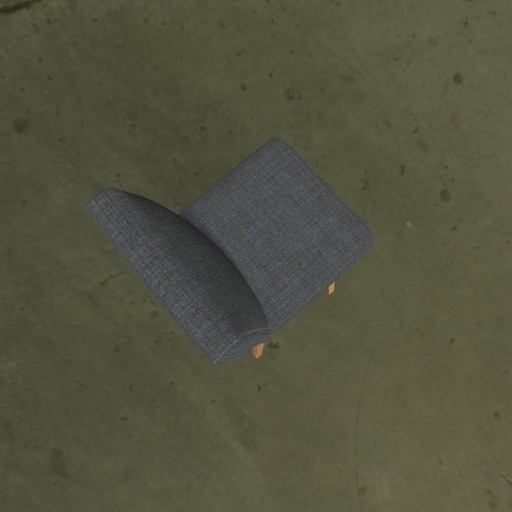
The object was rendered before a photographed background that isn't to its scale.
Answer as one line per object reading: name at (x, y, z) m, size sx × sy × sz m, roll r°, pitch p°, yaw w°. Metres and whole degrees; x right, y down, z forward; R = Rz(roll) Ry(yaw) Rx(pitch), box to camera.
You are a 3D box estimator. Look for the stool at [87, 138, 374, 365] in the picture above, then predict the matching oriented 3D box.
stool at (0.000, 0.000, 1.419) m, size 0.570 × 1.112 × 0.483 m, roll -40°, pitch 80°, yaw -9°
